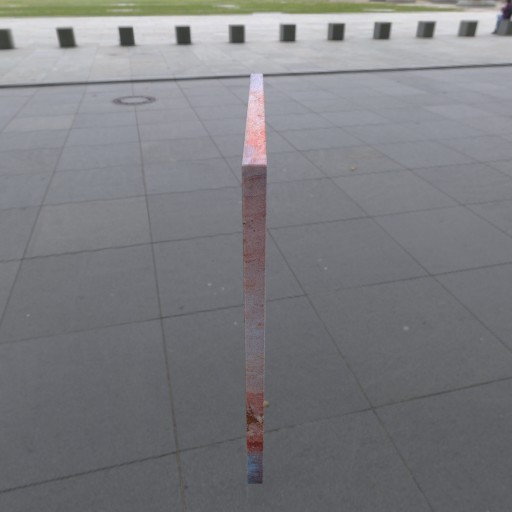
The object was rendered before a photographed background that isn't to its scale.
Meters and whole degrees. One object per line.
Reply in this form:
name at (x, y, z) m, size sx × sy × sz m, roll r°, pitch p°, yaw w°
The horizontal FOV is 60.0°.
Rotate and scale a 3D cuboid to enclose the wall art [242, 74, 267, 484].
wall art at (0.000, 0.000, 1.121) m, size 0.035 × 0.747 × 0.747 m, roll 0°, pitch 31°, yaw 0°
